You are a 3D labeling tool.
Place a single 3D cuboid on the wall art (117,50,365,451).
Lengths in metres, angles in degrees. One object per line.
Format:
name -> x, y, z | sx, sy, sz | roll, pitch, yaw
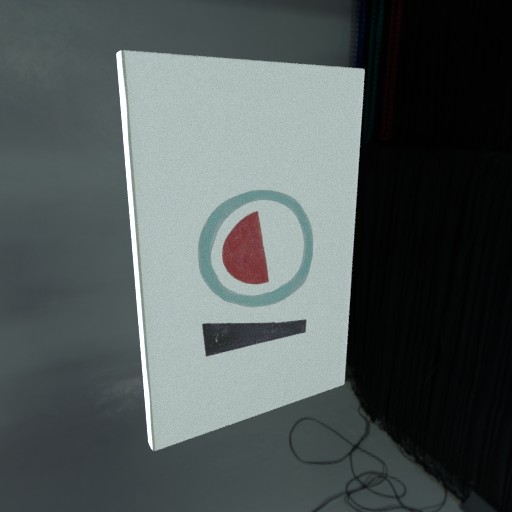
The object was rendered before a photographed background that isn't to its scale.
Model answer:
wall art -> 0.000, 0.000, 1.114 | 0.602, 0.902, 0.048 | -9, 19, -28
